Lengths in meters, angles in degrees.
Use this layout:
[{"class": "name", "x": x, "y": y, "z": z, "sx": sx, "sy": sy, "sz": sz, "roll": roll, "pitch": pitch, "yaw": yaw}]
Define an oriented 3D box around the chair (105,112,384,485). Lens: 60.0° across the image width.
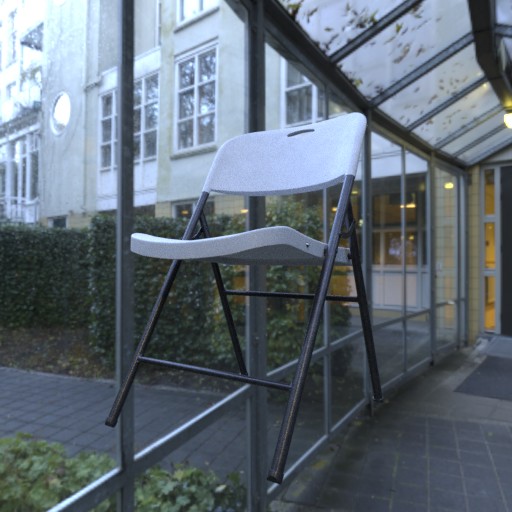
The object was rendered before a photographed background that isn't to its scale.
[{"class": "chair", "x": 0.000, "y": 0.000, "z": 1.147, "sx": 0.494, "sy": 0.810, "sz": 0.566, "roll": 0, "pitch": 0, "yaw": 35}]
